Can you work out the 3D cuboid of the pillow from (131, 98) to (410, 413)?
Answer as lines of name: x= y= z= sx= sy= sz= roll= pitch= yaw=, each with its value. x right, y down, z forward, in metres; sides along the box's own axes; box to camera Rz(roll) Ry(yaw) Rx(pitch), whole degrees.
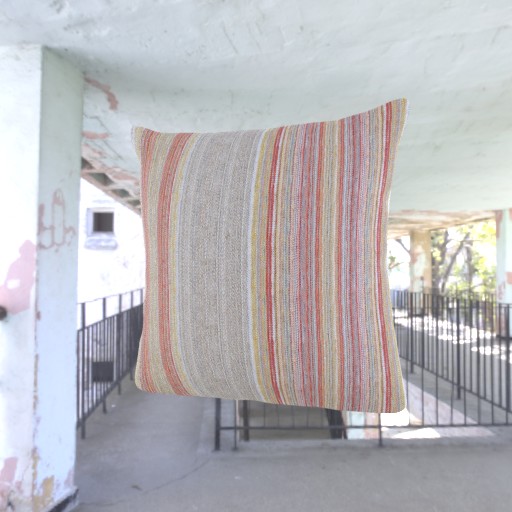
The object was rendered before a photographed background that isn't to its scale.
pillow: x=0.000 y=0.000 z=0.681 sx=0.451 sy=0.449 sz=0.191 roll=-1 pitch=-2 yaw=18
